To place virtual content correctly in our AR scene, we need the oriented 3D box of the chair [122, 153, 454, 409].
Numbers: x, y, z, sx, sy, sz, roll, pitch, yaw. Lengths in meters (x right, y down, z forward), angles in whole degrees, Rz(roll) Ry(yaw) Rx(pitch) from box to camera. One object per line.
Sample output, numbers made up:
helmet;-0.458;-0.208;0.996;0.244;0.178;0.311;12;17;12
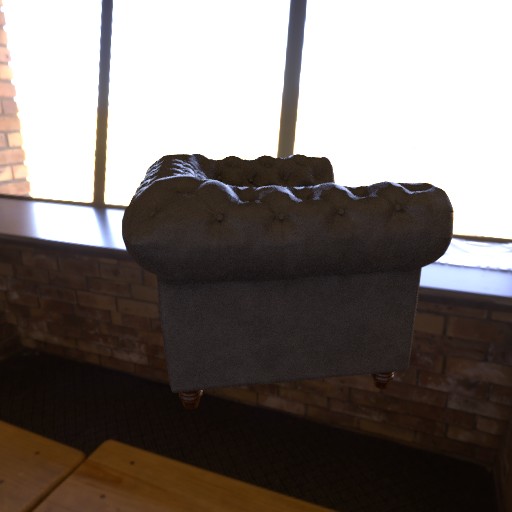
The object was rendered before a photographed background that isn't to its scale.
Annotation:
chair;0.000;0.000;1.848;0.943;0.780;1.298;-3;18;-9
